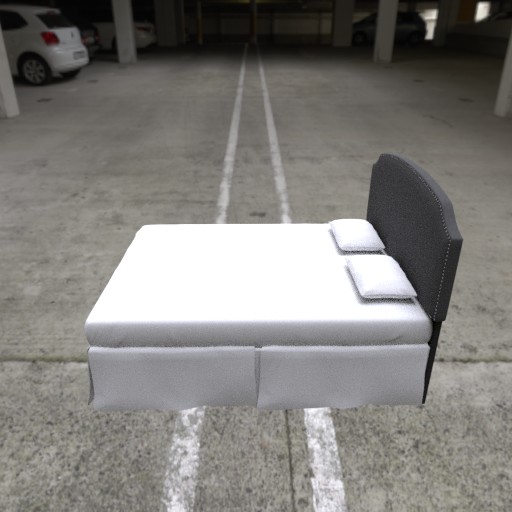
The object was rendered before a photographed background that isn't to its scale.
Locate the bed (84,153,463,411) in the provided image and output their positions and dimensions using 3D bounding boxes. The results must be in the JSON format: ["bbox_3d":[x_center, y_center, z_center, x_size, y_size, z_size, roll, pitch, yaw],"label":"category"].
[{"bbox_3d":[0.000,0.000,3.008,1.999,1.270,1.558,0,25,-1],"label":"bed"}]
